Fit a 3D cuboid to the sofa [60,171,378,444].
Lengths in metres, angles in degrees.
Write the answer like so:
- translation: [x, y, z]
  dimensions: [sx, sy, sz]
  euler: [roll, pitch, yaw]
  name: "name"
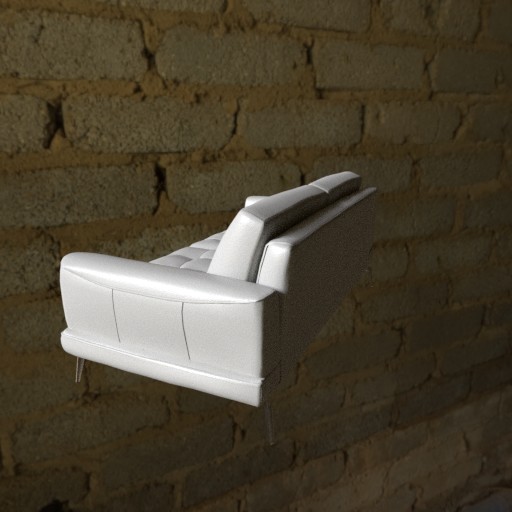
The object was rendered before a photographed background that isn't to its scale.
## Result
- translation: [0.000, 0.000, 2.752]
  dimensions: [1.121, 0.930, 2.177]
  euler: [8, 18, 24]
  name: "sofa"
